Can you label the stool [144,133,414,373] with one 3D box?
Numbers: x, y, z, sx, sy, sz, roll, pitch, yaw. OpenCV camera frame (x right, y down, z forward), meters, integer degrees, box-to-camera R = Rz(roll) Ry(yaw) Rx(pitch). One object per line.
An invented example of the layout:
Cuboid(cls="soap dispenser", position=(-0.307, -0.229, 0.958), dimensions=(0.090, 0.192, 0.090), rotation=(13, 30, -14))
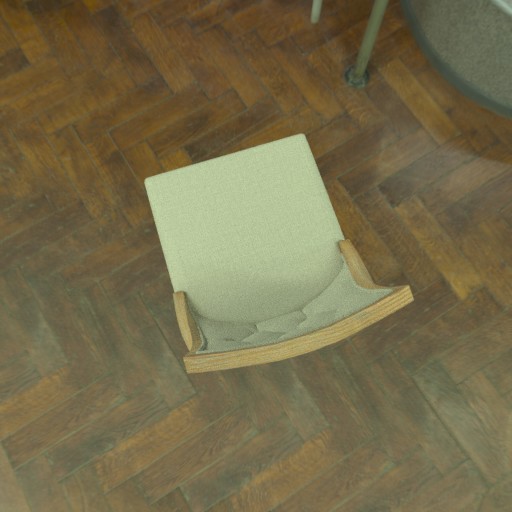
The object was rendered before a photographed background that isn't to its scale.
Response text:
Cuboid(cls="stool", position=(0.000, 0.000, 1.319), dimensions=(0.524, 0.938, 0.626), rotation=(-17, 76, -4))
